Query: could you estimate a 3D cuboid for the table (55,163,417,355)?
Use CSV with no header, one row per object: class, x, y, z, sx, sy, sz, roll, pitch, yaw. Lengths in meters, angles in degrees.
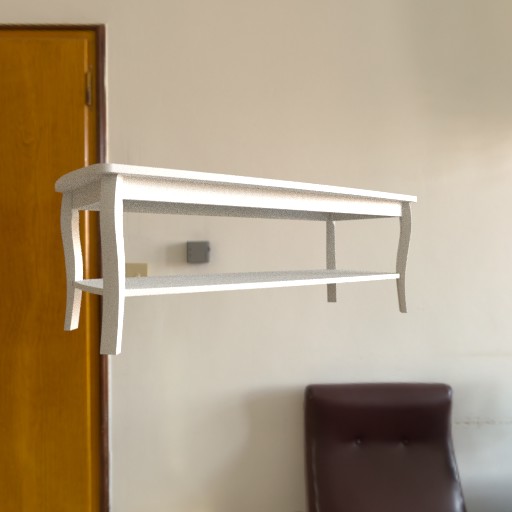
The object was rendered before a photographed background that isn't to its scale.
table,0.000,0.000,1.644,1.334,0.474,0.561,-1,2,-36
